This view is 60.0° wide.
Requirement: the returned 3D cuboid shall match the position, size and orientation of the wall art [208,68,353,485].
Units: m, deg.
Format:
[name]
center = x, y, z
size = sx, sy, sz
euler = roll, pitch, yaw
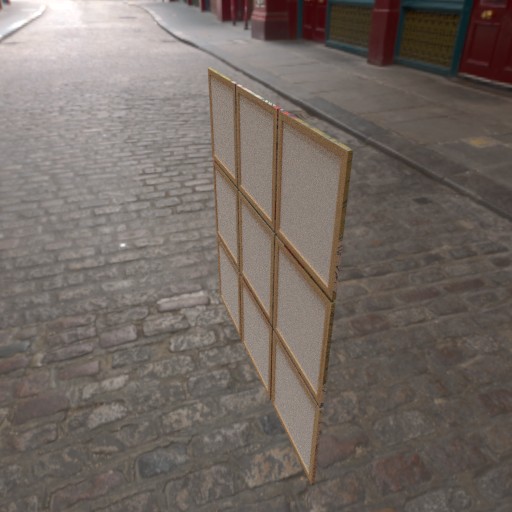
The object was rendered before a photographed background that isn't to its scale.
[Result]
[wall art]
center = 0.000, 0.000, 1.750
size = 0.013, 1.218, 1.206
euler = -11, 33, -17
